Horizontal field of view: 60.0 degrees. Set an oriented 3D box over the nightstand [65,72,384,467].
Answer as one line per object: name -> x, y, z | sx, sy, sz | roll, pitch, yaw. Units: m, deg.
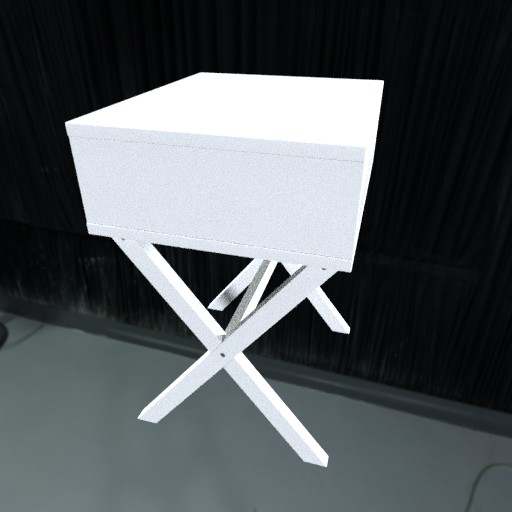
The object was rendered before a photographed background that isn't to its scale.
nightstand -> 0.000, 0.000, 0.908 | 0.402, 0.623, 0.479 | 8, 31, 14
